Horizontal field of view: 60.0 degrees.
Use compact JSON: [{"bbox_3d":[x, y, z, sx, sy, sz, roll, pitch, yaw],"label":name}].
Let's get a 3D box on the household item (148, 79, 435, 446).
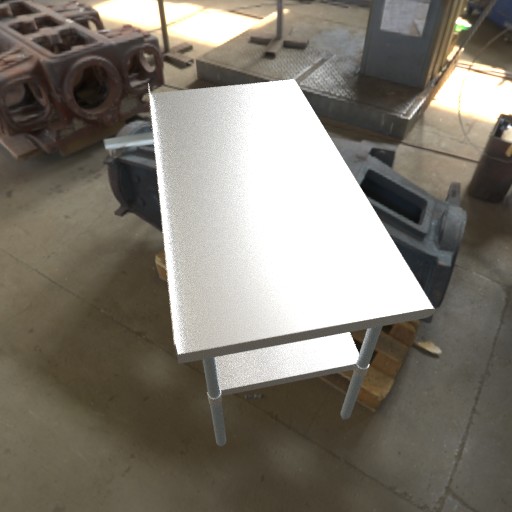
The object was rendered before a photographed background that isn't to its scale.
[{"bbox_3d":[0.000,0.000,1.685,0.610,0.851,1.219,-9,47,-8],"label":"household item"}]
